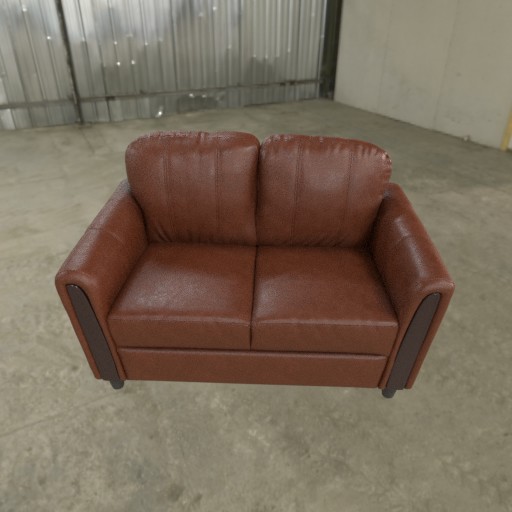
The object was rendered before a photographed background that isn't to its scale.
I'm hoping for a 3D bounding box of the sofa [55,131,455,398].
[{"bbox_3d":[0.000,0.000,1.923,1.406,0.906,0.805,1,31,2],"label":"sofa"}]
